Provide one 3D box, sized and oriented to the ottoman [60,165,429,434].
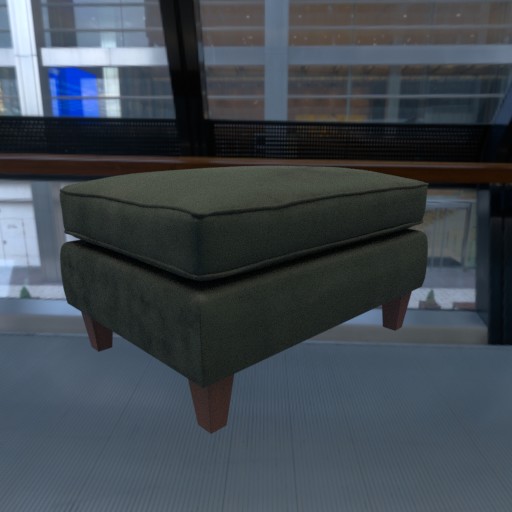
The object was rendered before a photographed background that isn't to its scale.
[{"bbox_3d":[0.000,0.000,1.259,0.864,0.495,0.632,-13,19,-42],"label":"ottoman"}]
